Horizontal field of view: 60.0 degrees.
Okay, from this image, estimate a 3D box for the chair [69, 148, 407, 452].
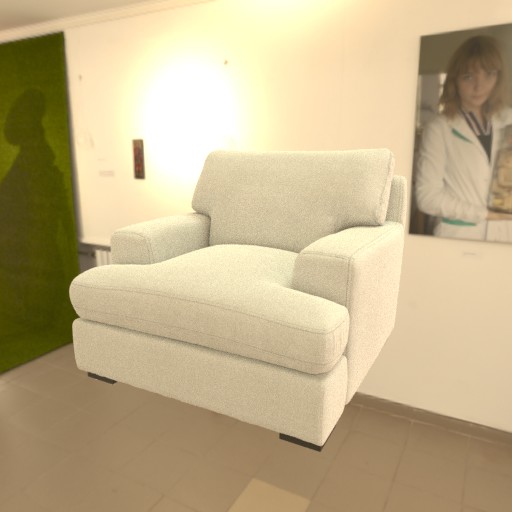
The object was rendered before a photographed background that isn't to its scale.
[{"bbox_3d":[0.000,0.000,1.964,1.140,0.930,1.158,7,15,27],"label":"chair"}]
